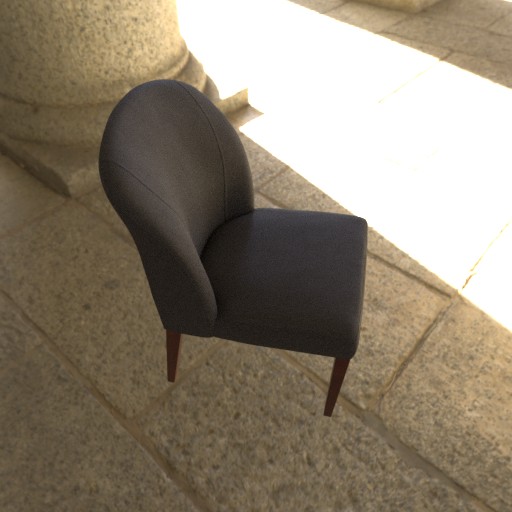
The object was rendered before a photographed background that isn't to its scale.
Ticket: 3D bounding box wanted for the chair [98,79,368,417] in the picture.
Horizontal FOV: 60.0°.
[{"bbox_3d":[0.000,0.000,1.259,0.619,0.879,0.506,9,47,9],"label":"chair"}]
